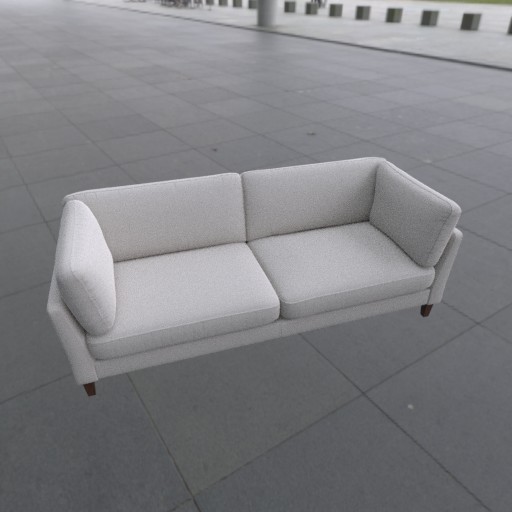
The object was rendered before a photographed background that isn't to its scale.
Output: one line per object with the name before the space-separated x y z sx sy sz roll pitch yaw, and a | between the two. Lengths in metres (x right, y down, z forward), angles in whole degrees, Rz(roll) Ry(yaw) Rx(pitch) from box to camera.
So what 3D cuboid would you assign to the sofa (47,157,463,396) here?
sofa | 0.000 0.000 2.778 2.301 0.863 0.957 -10 33 -15
